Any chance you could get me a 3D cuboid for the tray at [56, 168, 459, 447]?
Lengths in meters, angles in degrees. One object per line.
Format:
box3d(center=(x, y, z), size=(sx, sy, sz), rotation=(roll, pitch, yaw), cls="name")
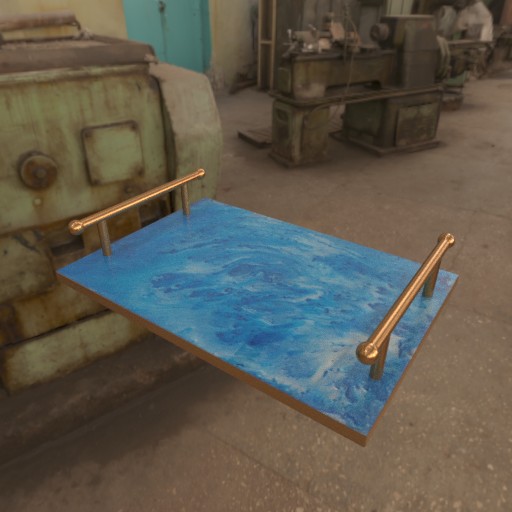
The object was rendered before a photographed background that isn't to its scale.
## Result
box3d(center=(0.000, 0.000, 0.575), size=(0.444, 0.084, 0.304), rotation=(20, 36, 30), cls="tray")
